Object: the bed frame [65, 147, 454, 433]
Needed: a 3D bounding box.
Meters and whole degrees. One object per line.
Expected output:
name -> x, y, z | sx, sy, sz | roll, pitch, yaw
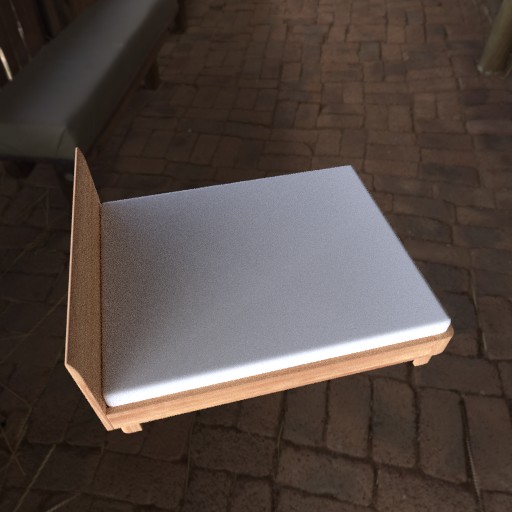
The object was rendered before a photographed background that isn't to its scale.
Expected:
bed frame -> 0.000, 0.000, 2.953 | 2.092, 0.940, 1.660 | -10, 49, -9
